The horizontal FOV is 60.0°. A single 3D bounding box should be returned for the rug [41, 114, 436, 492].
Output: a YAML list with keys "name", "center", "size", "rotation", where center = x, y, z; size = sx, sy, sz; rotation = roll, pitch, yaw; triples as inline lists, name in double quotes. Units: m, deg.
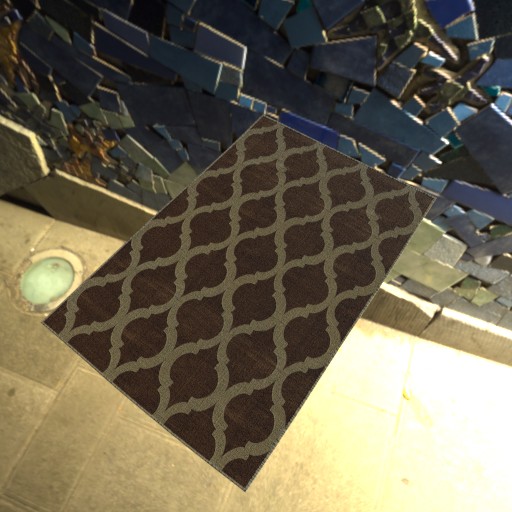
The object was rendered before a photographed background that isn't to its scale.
- name: "rug"
  center: [0.000, 0.000, 2.878]
  size: [1.522, 0.008, 2.284]
  rotation: [31, 63, 18]
